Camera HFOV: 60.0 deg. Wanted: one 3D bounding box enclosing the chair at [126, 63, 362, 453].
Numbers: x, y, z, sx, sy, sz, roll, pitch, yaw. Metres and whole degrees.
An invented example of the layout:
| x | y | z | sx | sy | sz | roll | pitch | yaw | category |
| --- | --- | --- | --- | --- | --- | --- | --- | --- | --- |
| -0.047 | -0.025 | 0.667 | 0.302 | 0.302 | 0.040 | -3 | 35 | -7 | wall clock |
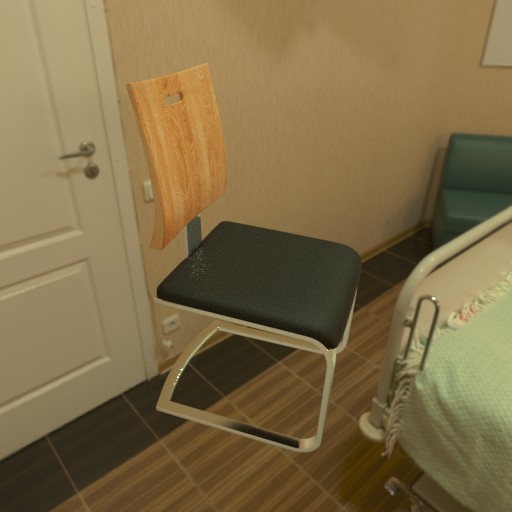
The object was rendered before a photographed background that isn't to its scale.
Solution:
| x | y | z | sx | sy | sz | roll | pitch | yaw | category |
| --- | --- | --- | --- | --- | --- | --- | --- | --- | --- |
| 0.000 | 0.000 | 1.232 | 0.560 | 0.936 | 0.462 | 10 | 31 | 17 | chair |
